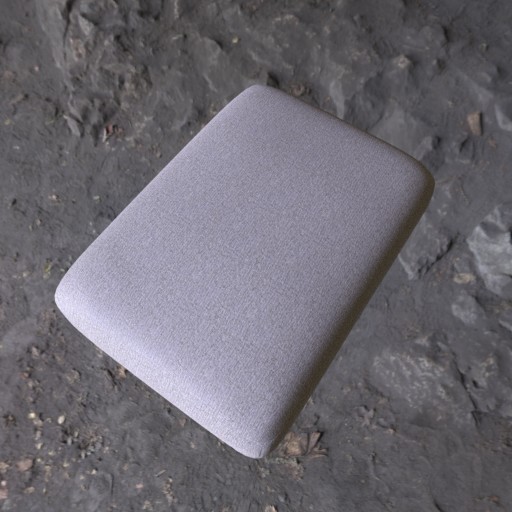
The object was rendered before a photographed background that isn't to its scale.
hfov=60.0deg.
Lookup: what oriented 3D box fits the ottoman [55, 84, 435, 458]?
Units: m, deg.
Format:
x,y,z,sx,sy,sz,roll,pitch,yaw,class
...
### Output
x,y,z,sx,sy,sz,roll,pitch,yaw,class
0.000,0.000,1.086,0.568,0.420,0.772,32,68,15,ottoman
